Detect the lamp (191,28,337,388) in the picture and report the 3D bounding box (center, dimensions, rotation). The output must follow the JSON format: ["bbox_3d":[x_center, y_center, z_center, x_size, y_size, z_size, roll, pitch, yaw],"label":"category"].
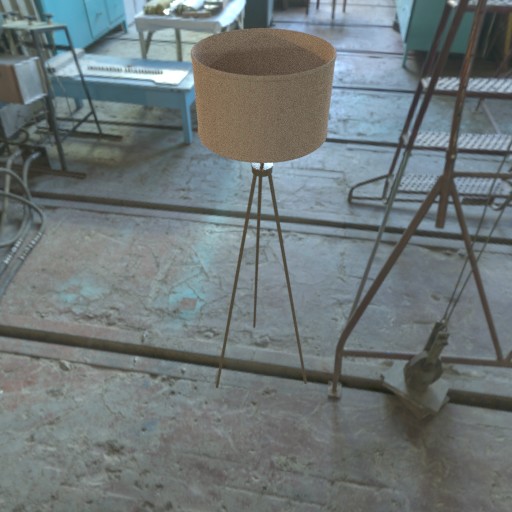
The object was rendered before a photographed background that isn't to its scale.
[{"bbox_3d":[0.000,0.000,1.755,0.460,1.545,0.449,-26,48,-25],"label":"lamp"}]
